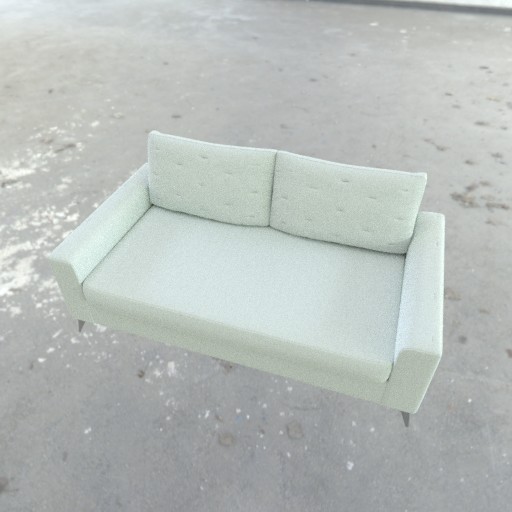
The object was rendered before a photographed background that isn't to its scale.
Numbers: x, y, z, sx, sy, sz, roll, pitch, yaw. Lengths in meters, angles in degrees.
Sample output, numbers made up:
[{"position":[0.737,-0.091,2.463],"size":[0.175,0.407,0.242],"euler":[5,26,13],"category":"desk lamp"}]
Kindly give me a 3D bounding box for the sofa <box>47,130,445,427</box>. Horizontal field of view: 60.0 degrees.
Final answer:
[{"position":[0.000,0.000,2.101],"size":[1.650,0.790,0.920],"euler":[12,42,14],"category":"sofa"}]
